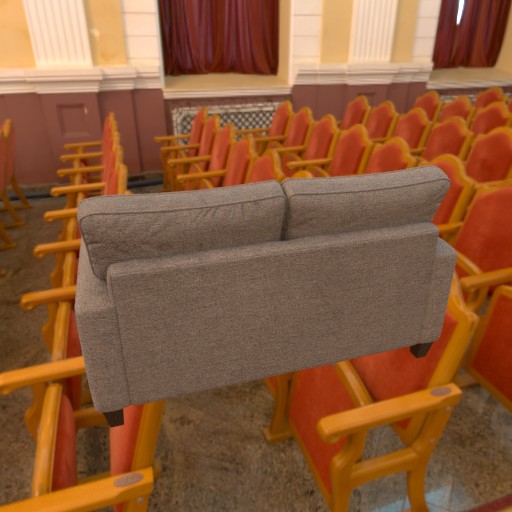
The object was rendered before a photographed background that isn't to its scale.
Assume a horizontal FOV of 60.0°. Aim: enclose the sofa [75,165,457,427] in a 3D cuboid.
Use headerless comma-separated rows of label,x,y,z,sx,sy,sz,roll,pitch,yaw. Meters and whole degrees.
sofa,0.000,0.000,2.214,1.651,0.965,0.965,-8,27,-16
